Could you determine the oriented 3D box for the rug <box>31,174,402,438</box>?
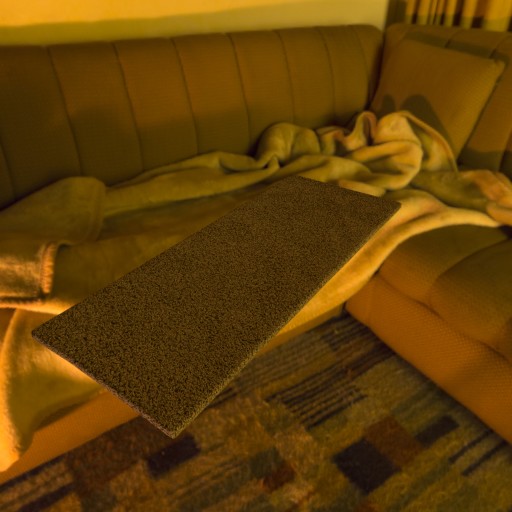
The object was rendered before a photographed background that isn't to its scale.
[{"bbox_3d":[0.000,0.000,1.722,0.609,0.030,1.524,21,39,29],"label":"rug"}]
